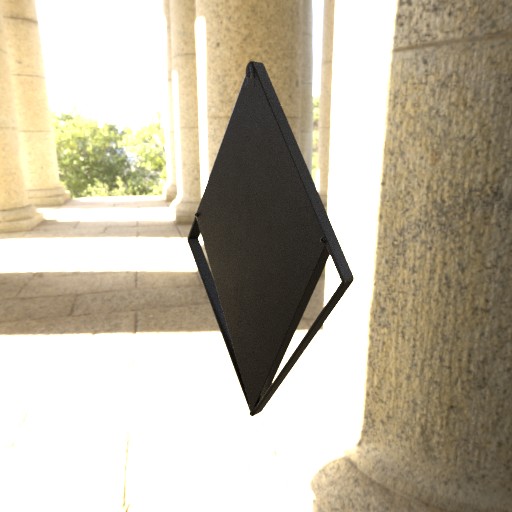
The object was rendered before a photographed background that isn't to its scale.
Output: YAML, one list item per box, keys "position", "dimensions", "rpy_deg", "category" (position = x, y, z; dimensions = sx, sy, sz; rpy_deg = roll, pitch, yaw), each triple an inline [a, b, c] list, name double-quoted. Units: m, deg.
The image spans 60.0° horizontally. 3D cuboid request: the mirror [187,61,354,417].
- position: [0.000, 0.000, 0.834]
  dimensions: [0.032, 0.679, 0.419]
  rpy_deg: [-13, 19, -42]
  category: "mirror"
